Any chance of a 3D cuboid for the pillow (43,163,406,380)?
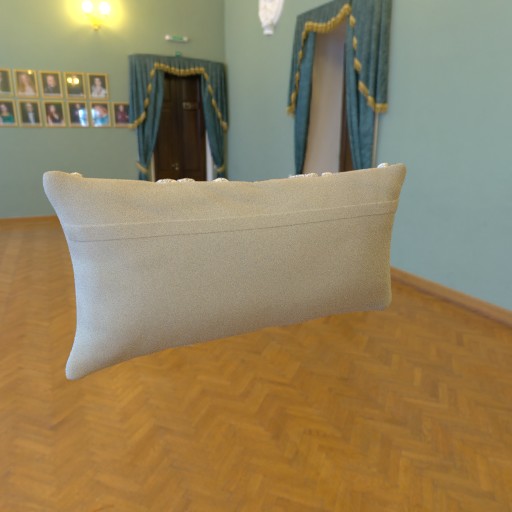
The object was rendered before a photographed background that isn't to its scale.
[{"bbox_3d":[0.000,0.000,0.729,0.608,0.295,0.161,-7,17,-25],"label":"pillow"}]
